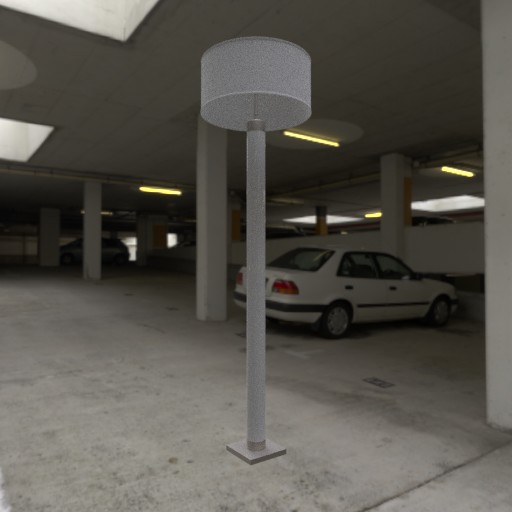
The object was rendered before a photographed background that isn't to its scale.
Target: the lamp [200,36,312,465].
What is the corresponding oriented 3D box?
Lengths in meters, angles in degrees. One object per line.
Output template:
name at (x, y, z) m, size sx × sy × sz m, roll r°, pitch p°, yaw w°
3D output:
lamp at (0.000, 0.000, 1.674) m, size 0.420 × 1.475 × 0.420 m, roll 1°, pitch -2°, yaw -36°
